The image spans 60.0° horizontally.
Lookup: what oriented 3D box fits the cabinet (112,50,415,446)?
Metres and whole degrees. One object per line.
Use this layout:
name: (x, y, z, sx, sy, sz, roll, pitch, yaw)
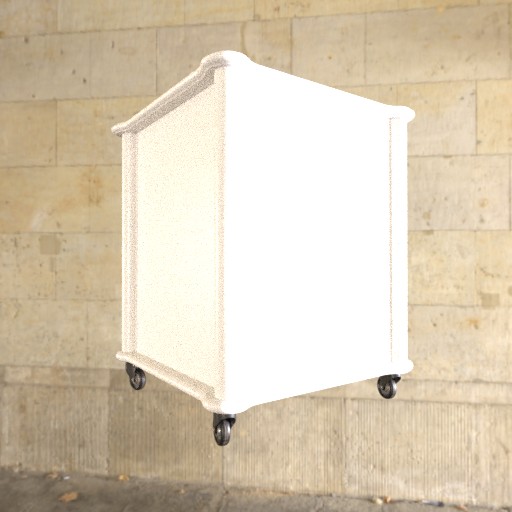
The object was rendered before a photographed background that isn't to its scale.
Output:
cabinet: (0.000, 0.000, 1.228, 0.628, 0.761, 0.627, 0, -1, -35)
